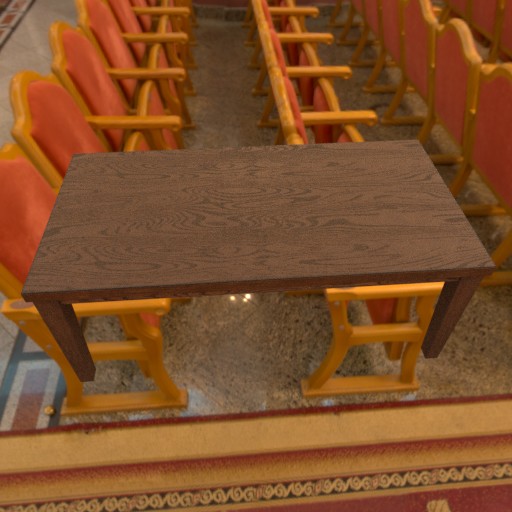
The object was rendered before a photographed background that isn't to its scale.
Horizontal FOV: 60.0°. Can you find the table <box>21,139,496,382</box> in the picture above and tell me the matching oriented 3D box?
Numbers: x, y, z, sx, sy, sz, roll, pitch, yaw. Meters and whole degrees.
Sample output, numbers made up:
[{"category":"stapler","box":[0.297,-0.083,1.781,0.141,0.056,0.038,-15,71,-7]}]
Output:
[{"category":"table","box":[0.000,0.000,2.460,1.981,0.762,1.016,-3,46,-3]}]
